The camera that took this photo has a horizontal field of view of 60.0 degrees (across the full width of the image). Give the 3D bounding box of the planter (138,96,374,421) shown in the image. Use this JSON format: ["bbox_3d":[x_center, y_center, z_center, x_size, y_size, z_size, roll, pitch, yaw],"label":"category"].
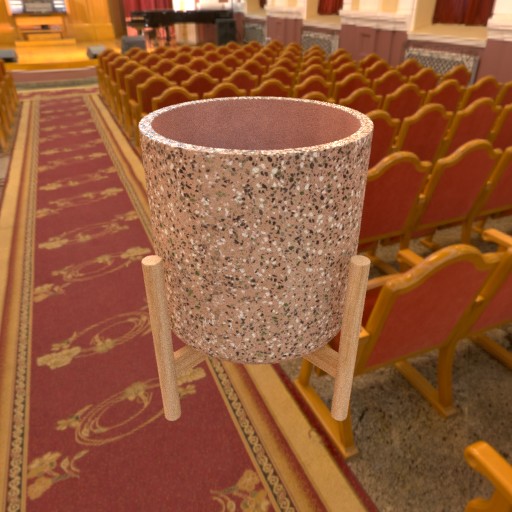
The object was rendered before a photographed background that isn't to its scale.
[{"bbox_3d":[0.000,0.000,0.691,0.360,0.419,0.360,-12,32,-19],"label":"planter"}]
